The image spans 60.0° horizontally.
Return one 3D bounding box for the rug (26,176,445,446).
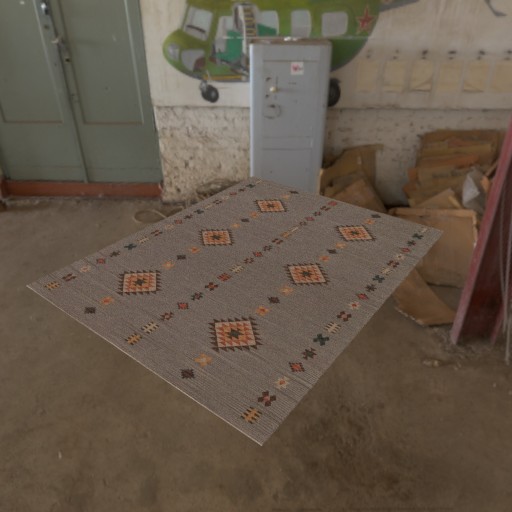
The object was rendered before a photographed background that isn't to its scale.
[{"bbox_3d":[0.000,0.000,4.032,2.425,0.008,3.035,22,38,31],"label":"rug"}]
